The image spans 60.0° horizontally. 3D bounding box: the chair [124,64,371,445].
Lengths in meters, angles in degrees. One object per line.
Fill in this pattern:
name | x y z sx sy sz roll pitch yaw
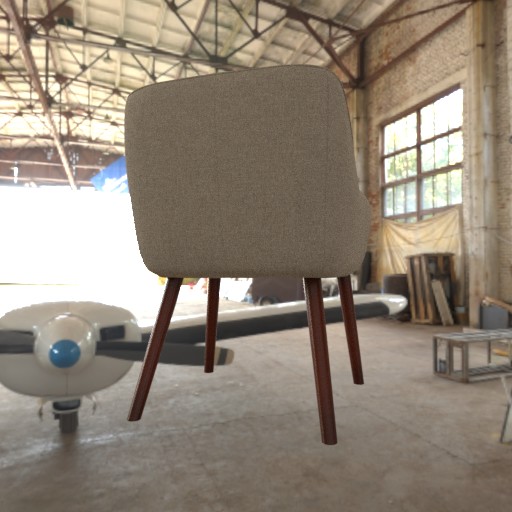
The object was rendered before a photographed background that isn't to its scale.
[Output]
chair | 0.000 0.000 1.260 0.610 0.813 0.610 0 -2 17
